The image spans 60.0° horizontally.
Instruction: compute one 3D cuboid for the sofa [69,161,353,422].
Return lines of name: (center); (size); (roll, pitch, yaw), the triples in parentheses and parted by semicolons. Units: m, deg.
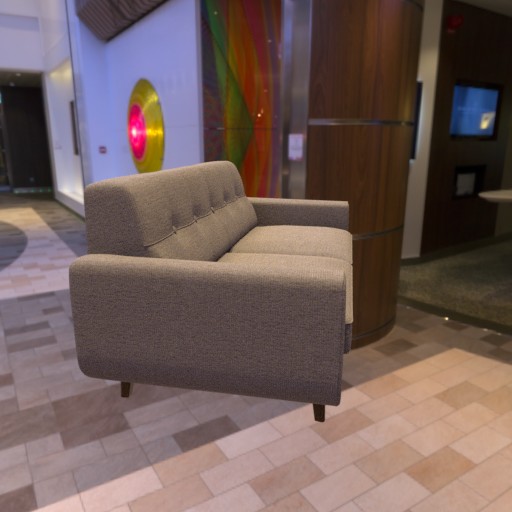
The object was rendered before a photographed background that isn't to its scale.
sofa: (0.000, 0.000, 2.129); (0.909, 0.841, 1.631); (3, 15, 11)
